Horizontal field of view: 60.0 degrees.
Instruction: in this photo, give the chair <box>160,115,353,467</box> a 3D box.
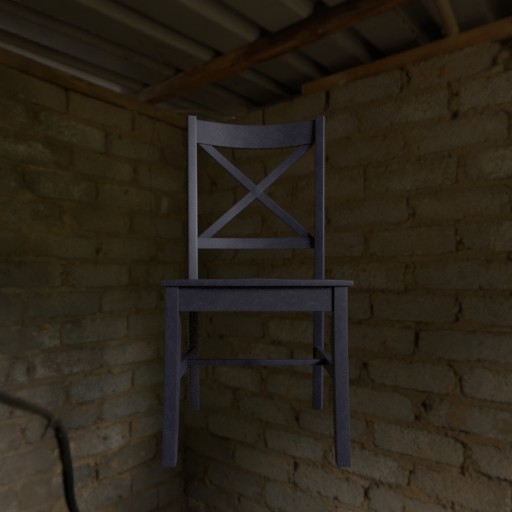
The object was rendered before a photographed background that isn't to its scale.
[{"bbox_3d":[0.000,0.000,1.287,0.485,0.983,0.542,0,-2,0],"label":"chair"}]
